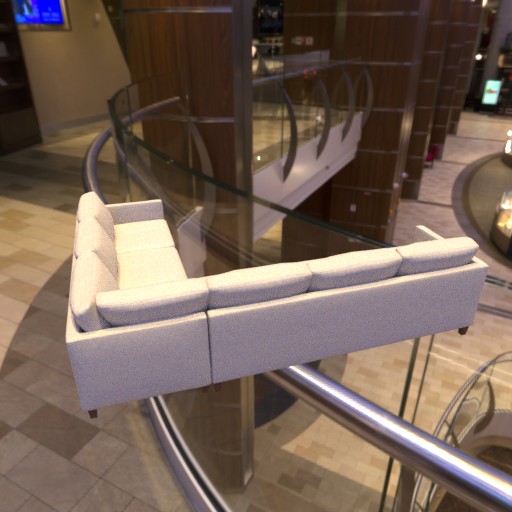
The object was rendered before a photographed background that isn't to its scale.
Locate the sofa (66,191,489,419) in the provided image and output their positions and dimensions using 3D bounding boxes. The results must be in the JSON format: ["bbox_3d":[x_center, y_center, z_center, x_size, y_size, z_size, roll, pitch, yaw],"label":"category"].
[{"bbox_3d":[0.000,0.000,4.368,3.333,0.934,2.522,-8,28,-16],"label":"sofa"}]
